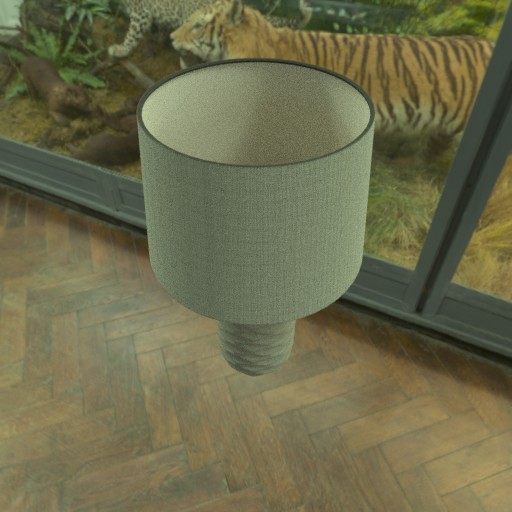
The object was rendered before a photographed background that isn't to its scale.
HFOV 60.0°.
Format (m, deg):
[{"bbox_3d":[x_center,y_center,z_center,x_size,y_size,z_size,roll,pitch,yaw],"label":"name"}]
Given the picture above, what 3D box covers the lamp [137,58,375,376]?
[{"bbox_3d":[0.000,0.000,0.819,0.376,0.594,0.376,0,44,0],"label":"lamp"}]
